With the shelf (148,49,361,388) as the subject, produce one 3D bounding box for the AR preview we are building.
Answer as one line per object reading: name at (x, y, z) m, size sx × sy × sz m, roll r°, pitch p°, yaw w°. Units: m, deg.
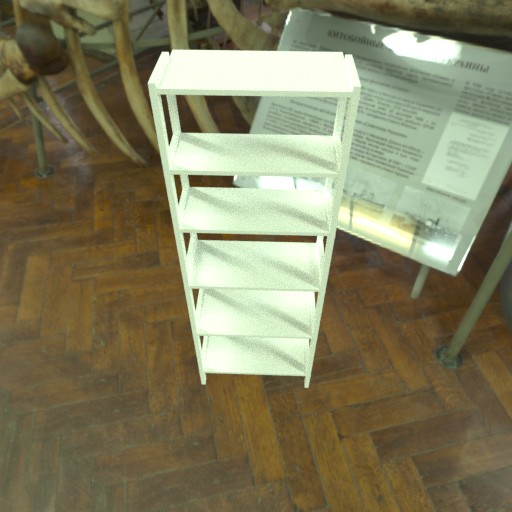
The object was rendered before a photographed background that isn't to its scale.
shelf at (0.000, 0.000, 2.165) m, size 0.660 × 1.892 × 0.381 m, roll 1°, pitch 46°, yaw 1°
